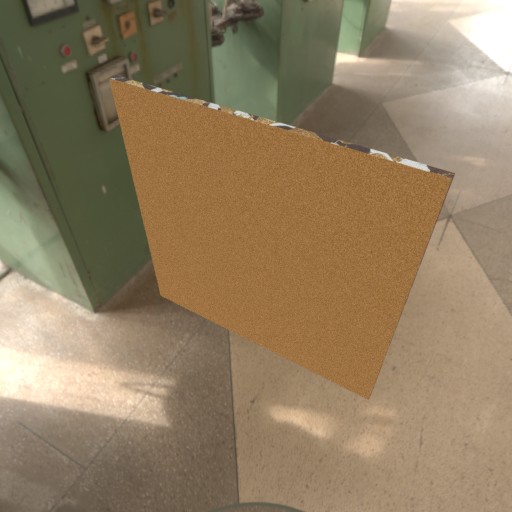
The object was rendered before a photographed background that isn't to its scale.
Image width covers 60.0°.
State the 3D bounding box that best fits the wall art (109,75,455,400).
[{"bbox_3d":[0.000,0.000,0.605,0.404,0.406,0.010,23,49,21],"label":"wall art"}]
